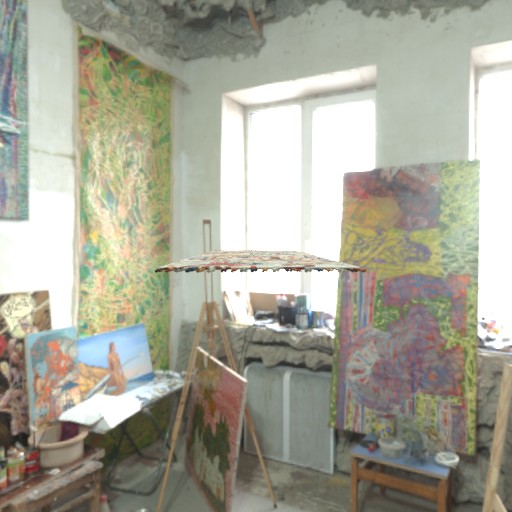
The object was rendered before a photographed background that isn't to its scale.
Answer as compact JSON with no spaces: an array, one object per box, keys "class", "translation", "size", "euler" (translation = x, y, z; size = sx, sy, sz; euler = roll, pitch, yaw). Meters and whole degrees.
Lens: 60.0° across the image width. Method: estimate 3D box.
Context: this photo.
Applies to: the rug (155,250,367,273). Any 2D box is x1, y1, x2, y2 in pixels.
[{"class":"rug","translation":[0.000,0.000,2.876],"size":[0.763,0.015,2.682],"euler":[0,2,-1]}]
